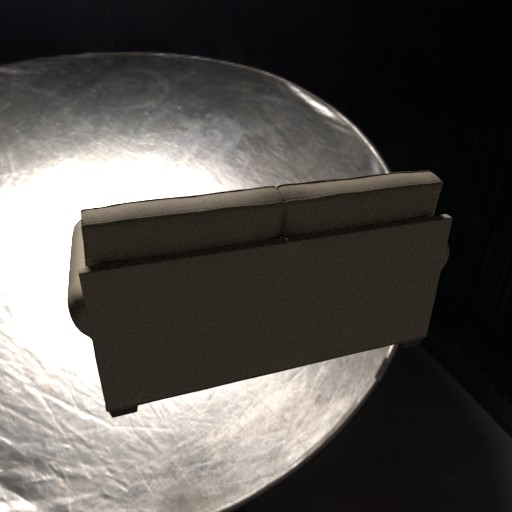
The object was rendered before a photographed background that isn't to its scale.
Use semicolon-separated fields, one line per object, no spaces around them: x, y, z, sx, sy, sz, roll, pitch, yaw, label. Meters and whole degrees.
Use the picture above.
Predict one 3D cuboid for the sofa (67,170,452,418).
0.000;0.000;2.283;1.774;0.933;0.861;-9;29;-16;sofa
